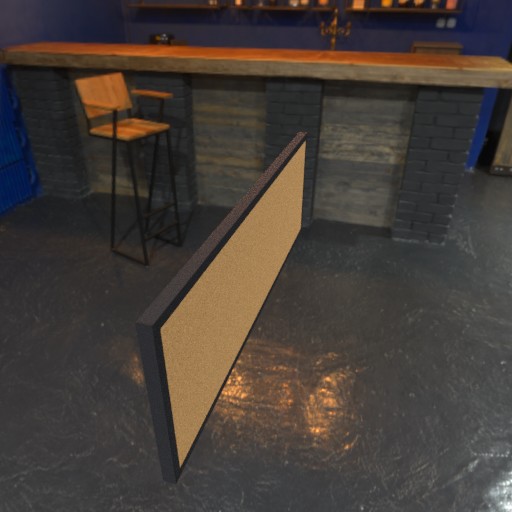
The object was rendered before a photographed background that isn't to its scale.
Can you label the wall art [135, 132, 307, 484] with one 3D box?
[{"bbox_3d":[0.000,0.000,1.717,0.041,0.554,1.572,9,32,15],"label":"wall art"}]
